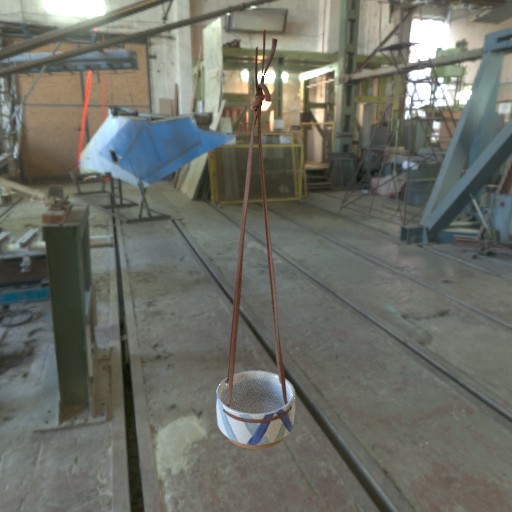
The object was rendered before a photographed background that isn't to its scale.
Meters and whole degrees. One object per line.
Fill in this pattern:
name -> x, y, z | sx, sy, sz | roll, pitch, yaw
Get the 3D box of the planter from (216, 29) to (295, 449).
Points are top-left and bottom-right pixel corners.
planter -> 0.000, 0.000, 0.830 | 0.166, 0.751, 0.166 | 8, 18, 26
